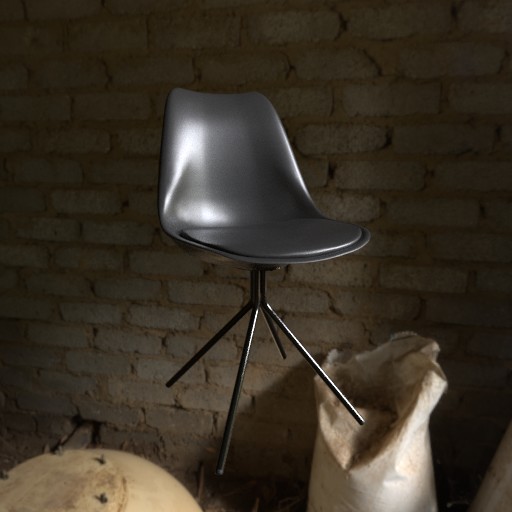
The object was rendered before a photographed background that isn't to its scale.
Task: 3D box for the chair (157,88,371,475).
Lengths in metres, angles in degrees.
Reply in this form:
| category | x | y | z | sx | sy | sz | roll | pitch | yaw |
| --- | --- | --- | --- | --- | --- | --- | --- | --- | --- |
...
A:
| category | x | y | z | sx | sy | sz | roll | pitch | yaw |
| --- | --- | --- | --- | --- | --- | --- | --- | --- | --- |
| chair | 0.000 | 0.000 | 1.141 | 0.461 | 0.850 | 0.525 | -7 | 16 | -26 |
